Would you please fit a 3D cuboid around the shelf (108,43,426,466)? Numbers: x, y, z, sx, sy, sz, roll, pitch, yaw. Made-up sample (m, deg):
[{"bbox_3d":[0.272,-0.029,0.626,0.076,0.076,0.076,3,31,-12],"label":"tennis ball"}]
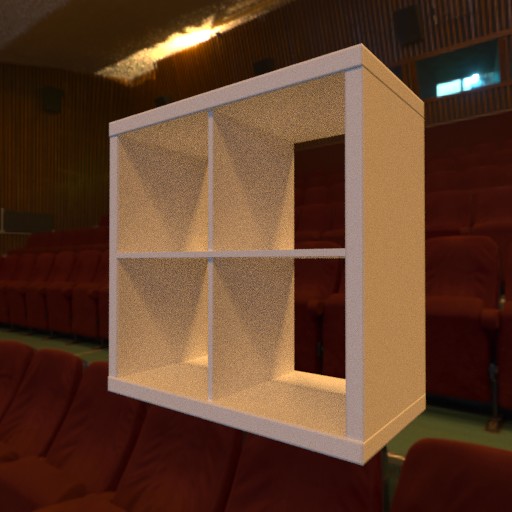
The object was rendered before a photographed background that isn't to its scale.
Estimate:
[{"bbox_3d":[0.000,0.000,1.218,0.790,0.786,0.390,-1,-1,37],"label":"shelf"}]
